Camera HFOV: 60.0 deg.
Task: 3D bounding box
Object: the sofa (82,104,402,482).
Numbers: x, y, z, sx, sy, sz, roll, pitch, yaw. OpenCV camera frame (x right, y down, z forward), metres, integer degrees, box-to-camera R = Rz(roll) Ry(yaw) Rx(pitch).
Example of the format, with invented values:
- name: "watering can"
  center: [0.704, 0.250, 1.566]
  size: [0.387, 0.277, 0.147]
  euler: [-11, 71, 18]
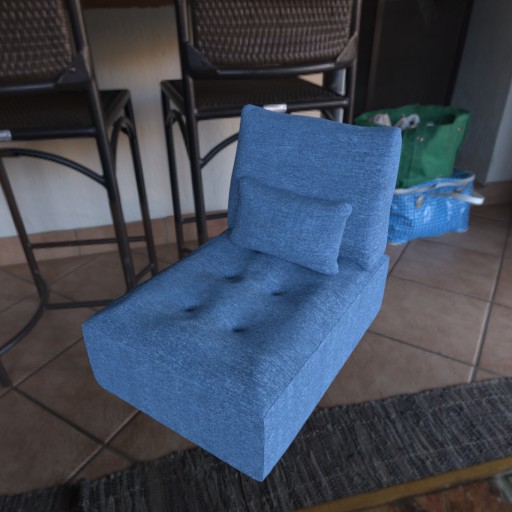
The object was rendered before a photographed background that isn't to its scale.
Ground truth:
- name: "sofa"
  center: [0.000, 0.000, 1.566]
  size: [0.700, 0.820, 1.000]
  euler: [18, 35, 28]
